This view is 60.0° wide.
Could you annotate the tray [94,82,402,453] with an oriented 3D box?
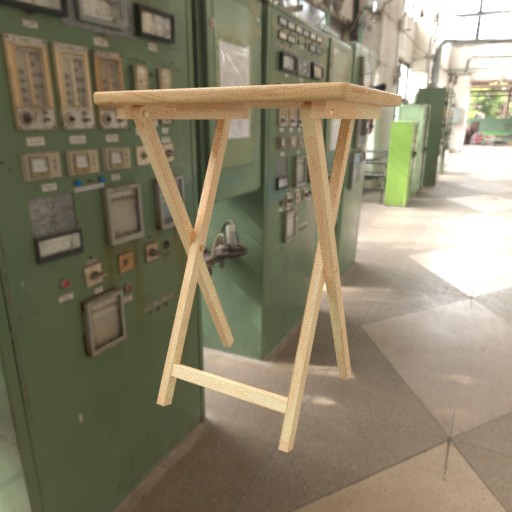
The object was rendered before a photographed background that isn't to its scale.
[{"bbox_3d":[0.000,0.000,0.959,0.483,0.660,0.381,9,19,27],"label":"tray"}]
